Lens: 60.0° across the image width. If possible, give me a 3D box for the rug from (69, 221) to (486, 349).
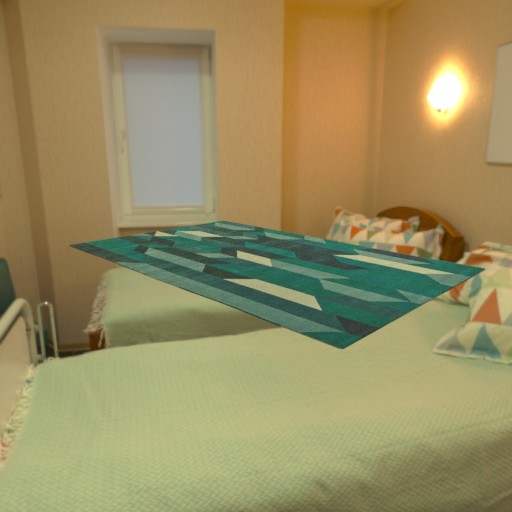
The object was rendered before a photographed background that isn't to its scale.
[{"bbox_3d":[0.000,0.000,2.989,2.420,0.005,1.528,14,20,43],"label":"rug"}]
